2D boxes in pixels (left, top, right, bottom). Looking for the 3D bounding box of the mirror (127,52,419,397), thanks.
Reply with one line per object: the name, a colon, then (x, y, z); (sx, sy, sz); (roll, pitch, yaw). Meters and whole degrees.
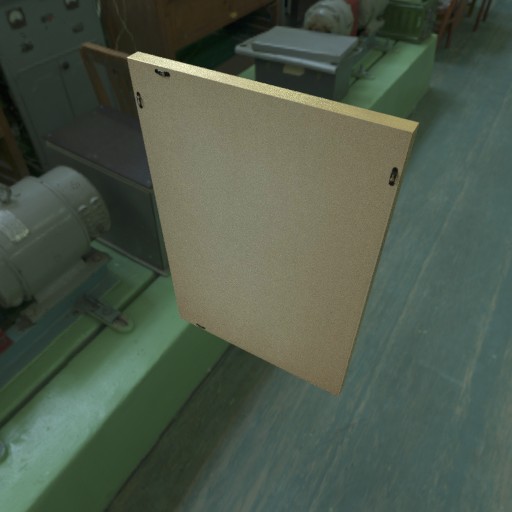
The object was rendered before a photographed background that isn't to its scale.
mirror: (0.000, 0.000, 1.164); (0.609, 0.915, 0.041); (22, 50, 20)
